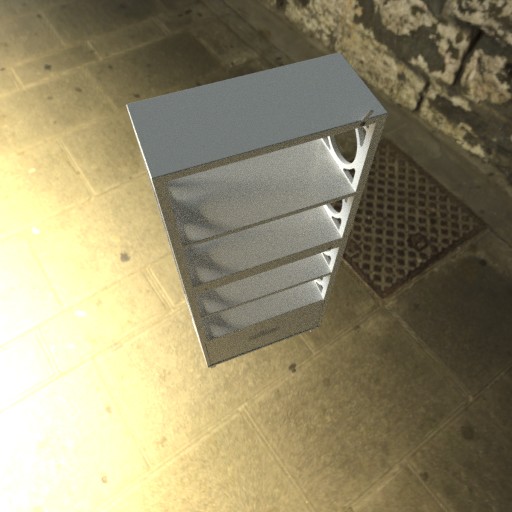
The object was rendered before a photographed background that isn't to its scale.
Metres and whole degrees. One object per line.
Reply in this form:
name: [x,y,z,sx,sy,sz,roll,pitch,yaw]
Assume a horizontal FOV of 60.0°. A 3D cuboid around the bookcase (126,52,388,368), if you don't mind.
bookcase: [0.000,0.000,2.161,0.761,1.869,0.361,-18,60,-11]
